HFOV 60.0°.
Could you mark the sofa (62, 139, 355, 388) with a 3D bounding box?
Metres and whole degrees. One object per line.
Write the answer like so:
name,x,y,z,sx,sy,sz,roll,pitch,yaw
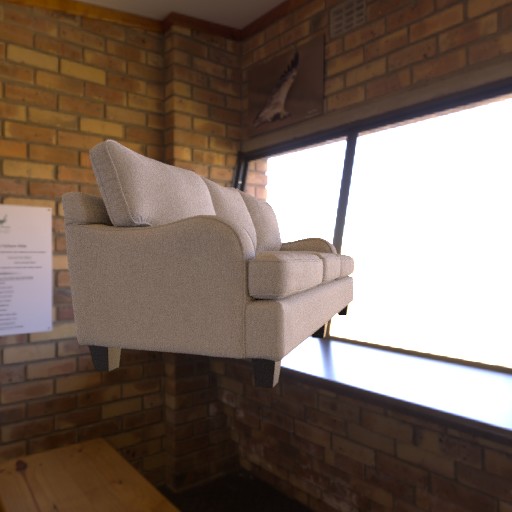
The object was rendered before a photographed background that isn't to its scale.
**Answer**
sofa,0.000,0.000,2.838,1.016,0.991,2.323,0,0,19
